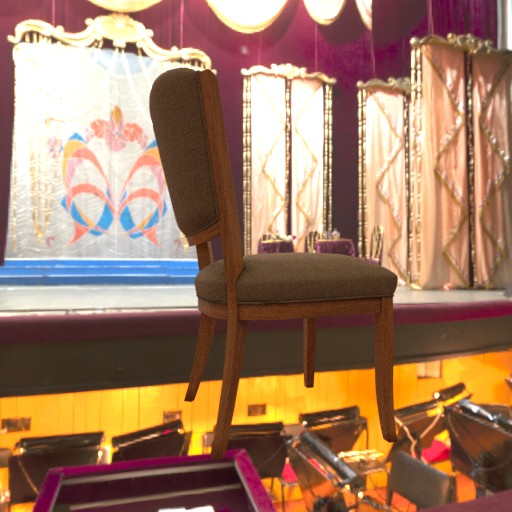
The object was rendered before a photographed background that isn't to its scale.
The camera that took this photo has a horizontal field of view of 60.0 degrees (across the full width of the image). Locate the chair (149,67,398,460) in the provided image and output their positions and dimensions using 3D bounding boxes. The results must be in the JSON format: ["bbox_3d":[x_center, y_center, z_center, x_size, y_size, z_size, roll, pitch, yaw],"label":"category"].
[{"bbox_3d":[0.000,0.000,1.244,0.584,0.905,0.513,0,-1,-17],"label":"chair"}]
